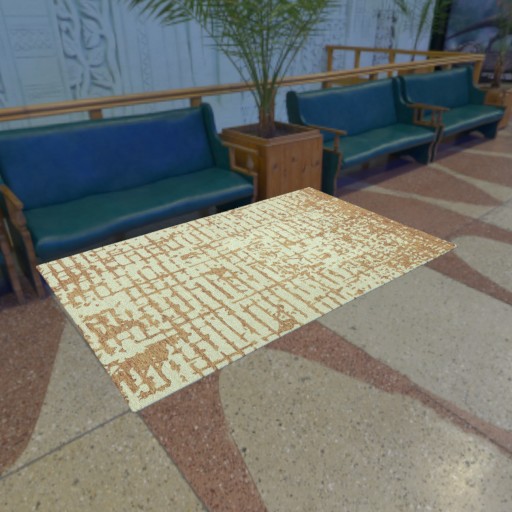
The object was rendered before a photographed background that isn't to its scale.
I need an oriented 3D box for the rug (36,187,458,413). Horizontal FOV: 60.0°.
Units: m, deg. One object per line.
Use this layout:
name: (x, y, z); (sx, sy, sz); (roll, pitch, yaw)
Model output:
rug: (0.000, 0.000, 2.995); (2.435, 0.011, 1.517); (-20, 35, -32)
